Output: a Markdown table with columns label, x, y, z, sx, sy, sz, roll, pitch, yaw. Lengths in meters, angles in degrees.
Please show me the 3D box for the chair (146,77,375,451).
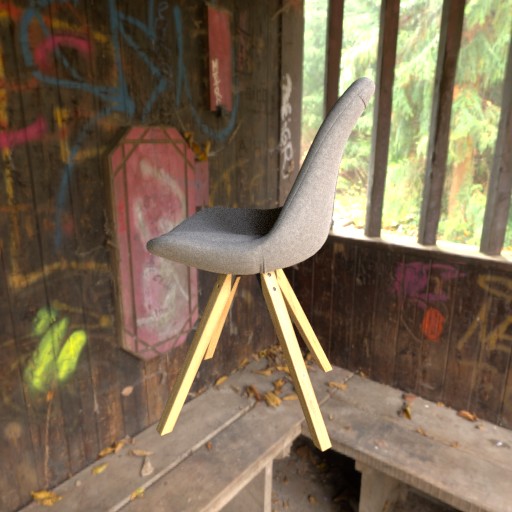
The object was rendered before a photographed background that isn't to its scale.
| label | x | y | z | sx | sy | sz | roll | pitch | yaw |
| --- | --- | --- | --- | --- | --- | --- | --- | --- | --- |
| chair | 0.000 | 0.000 | 1.196 | 0.550 | 0.865 | 0.483 | 3 | 16 | 9 |
